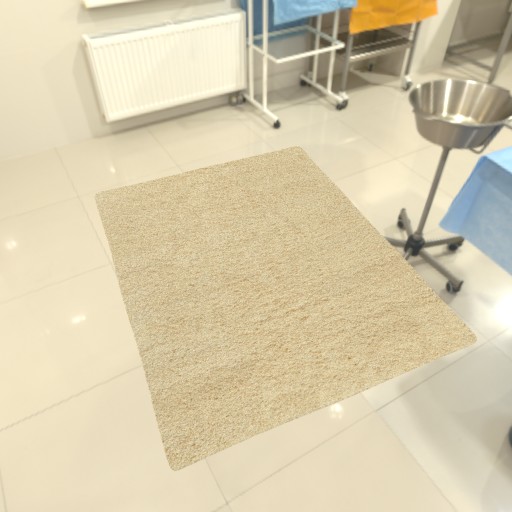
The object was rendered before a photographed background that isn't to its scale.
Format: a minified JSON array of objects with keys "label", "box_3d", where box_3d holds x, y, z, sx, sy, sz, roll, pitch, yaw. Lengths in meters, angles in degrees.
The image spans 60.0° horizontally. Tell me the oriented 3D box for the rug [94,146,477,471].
[{"label":"rug","box_3d":[0.000,0.000,3.984,2.401,0.025,3.001,-17,48,-16]}]
